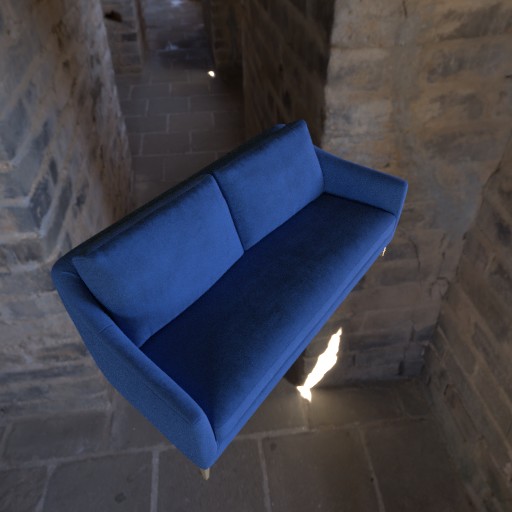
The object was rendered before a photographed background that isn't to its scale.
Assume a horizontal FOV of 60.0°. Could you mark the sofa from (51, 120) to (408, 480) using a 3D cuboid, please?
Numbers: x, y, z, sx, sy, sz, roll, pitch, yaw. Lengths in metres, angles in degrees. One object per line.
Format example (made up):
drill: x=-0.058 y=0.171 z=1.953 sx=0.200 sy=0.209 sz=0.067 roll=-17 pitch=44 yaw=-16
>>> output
sofa: x=0.000 y=0.000 z=2.494 sx=0.960 sy=0.903 sz=2.036 roll=26 pitch=47 yaw=26
